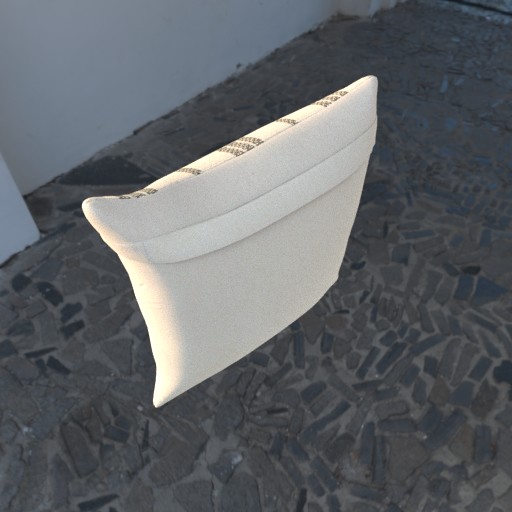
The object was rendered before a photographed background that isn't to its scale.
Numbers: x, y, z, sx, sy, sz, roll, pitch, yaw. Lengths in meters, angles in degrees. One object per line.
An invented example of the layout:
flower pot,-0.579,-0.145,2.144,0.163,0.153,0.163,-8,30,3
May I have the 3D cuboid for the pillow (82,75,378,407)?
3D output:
pillow,0.000,0.000,0.626,0.405,0.406,0.173,-31,54,-26
